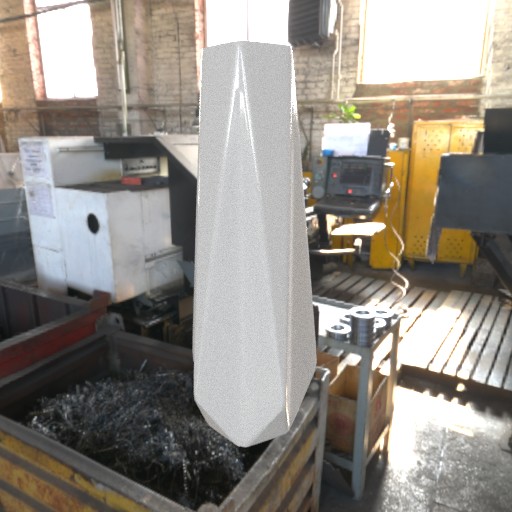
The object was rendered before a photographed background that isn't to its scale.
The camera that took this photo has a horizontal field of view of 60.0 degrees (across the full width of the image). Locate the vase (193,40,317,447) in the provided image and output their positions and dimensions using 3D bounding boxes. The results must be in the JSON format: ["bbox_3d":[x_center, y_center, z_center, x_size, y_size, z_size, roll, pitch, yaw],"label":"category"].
[{"bbox_3d":[0.000,0.000,0.384,0.116,0.329,0.122,-2,16,-8],"label":"vase"}]
